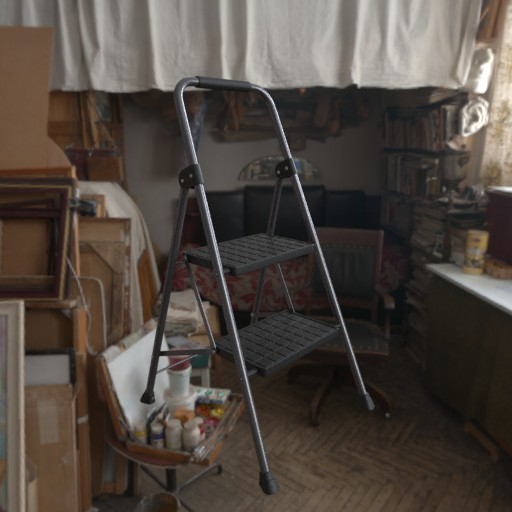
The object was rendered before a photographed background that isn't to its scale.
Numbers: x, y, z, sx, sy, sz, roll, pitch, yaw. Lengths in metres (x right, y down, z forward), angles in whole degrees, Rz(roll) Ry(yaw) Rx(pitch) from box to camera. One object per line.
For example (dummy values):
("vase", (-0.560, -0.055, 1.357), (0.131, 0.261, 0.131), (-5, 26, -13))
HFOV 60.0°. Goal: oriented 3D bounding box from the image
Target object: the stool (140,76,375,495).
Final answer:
("stool", (0.000, 0.000, 1.147), (0.514, 0.872, 0.450), (14, 21, 42))
